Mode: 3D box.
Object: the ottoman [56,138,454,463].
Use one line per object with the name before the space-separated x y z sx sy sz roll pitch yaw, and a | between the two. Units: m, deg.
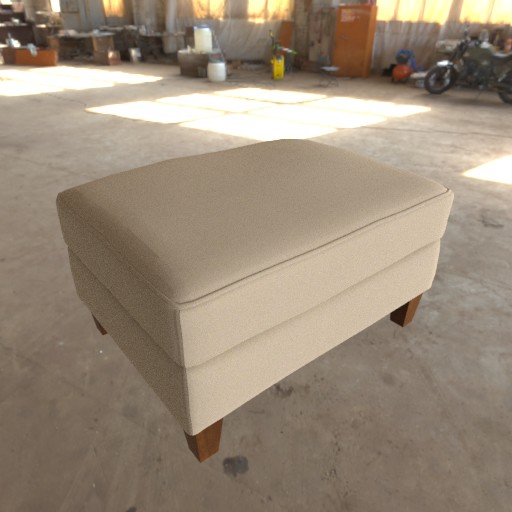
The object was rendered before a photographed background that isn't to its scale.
ottoman | 0.000 0.000 1.191 0.818 0.485 0.634 -22 37 -33
